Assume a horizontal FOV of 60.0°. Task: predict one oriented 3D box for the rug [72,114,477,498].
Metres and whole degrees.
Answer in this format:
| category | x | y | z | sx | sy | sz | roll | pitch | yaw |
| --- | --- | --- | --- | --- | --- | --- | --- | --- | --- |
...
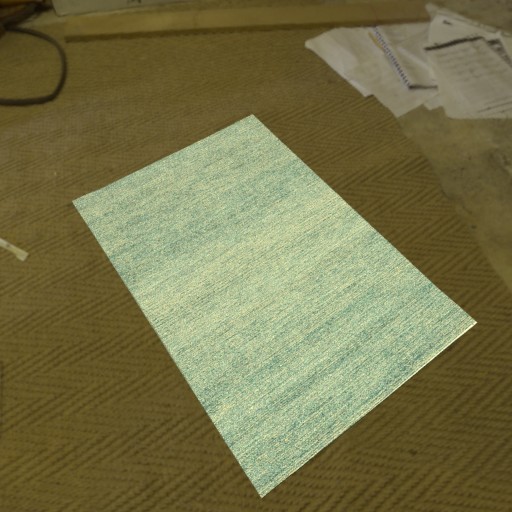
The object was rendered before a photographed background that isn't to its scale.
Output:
| category | x | y | z | sx | sy | sz | roll | pitch | yaw |
| --- | --- | --- | --- | --- | --- | --- | --- | --- | --- |
| rug | 0.000 | 0.000 | 5.104 | 2.802 | 0.052 | 4.078 | -31 | 62 | -19 |
